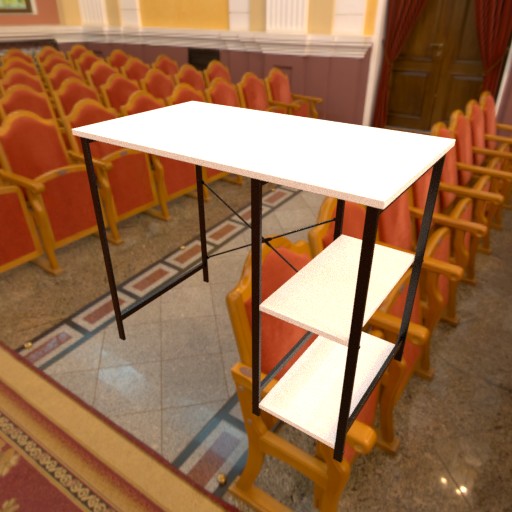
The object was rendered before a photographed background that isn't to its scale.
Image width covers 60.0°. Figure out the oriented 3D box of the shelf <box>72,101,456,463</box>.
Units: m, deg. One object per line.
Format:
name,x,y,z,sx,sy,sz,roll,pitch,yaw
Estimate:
shelf,0.000,0.000,1.369,0.902,0.750,0.498,19,35,30
